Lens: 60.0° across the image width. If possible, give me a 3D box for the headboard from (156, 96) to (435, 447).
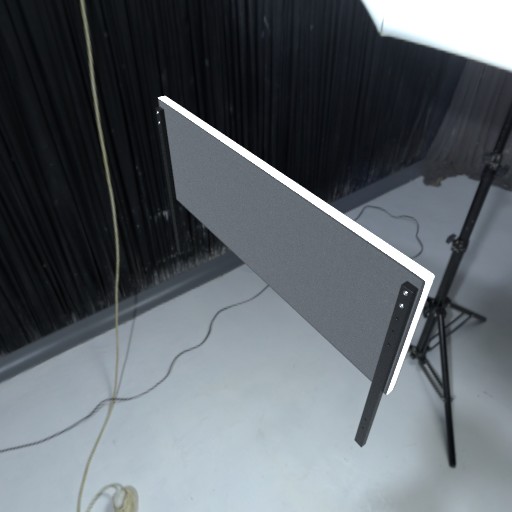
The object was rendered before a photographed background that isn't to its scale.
[{"bbox_3d":[0.000,0.000,2.952,0.120,1.410,2.362,-26,47,-26],"label":"headboard"}]
